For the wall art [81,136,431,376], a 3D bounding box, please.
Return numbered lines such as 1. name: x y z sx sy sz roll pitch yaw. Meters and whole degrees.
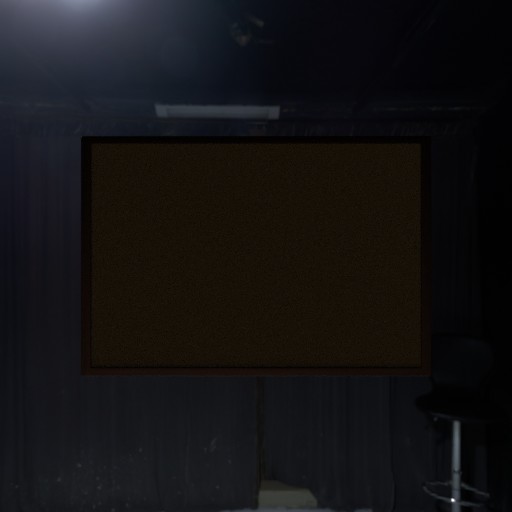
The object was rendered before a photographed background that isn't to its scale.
1. wall art: 0.000 0.000 1.040 0.816 0.559 0.014 0 0 0
